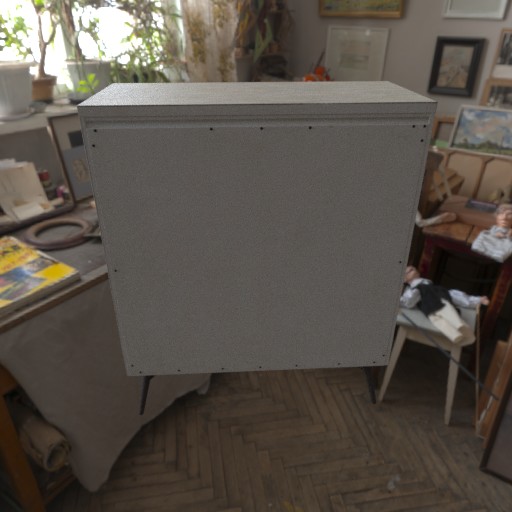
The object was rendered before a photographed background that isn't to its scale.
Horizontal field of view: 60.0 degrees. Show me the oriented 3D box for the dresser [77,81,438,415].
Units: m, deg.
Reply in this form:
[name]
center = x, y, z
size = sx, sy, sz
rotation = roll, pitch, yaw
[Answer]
[dresser]
center = 0.000, 0.000, 1.732
size = 1.016, 1.219, 0.457
rotation = -2, 29, -3
